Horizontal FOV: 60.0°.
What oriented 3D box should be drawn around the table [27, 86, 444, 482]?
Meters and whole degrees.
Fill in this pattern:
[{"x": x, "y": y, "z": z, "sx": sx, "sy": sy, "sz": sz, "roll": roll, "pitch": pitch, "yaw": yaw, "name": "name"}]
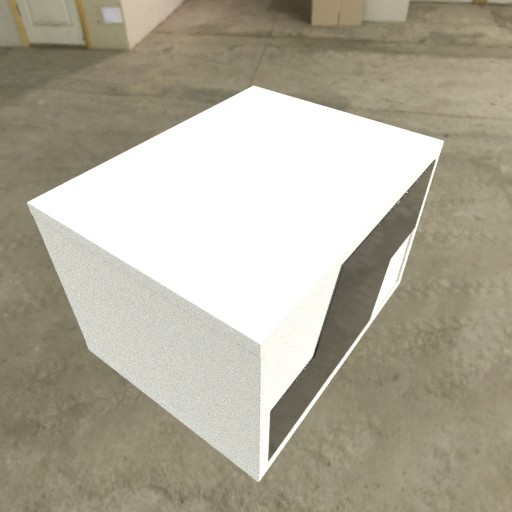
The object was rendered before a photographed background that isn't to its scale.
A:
[{"x": 0.000, "y": 0.000, "z": 0.792, "sx": 0.399, "sy": 0.357, "sz": 0.517, "roll": 27, "pitch": 49, "yaw": 26, "name": "table"}]
